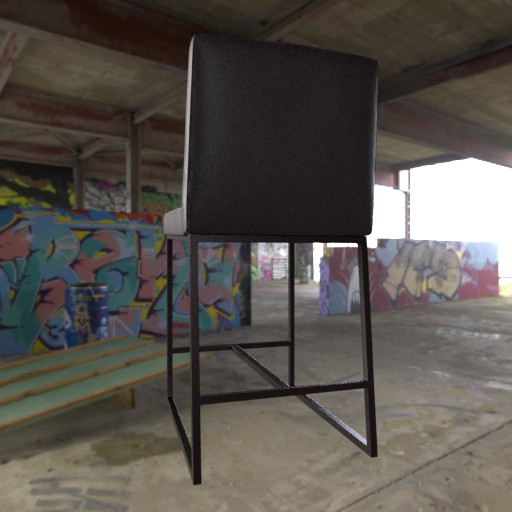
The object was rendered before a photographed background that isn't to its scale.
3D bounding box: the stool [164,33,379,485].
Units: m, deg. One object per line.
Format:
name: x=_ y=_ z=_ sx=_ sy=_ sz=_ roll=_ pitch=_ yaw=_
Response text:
stool: x=0.000 y=0.000 z=1.235 sx=0.463 sy=0.946 sz=0.562 roll=0 pitch=0 yaw=-17
